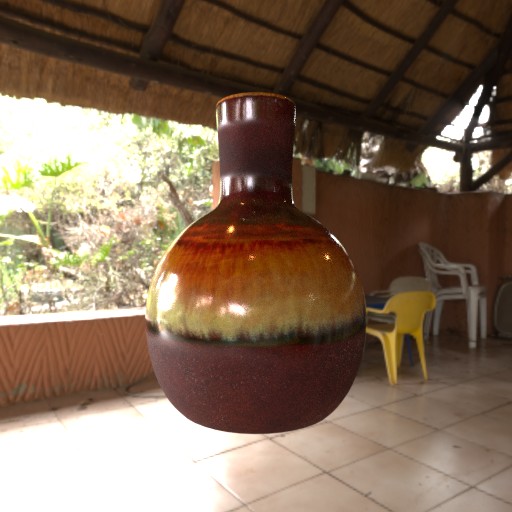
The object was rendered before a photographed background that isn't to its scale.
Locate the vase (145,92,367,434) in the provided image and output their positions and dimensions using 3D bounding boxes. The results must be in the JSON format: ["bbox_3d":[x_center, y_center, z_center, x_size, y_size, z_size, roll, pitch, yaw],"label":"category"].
[{"bbox_3d":[0.000,0.000,0.228,0.111,0.154,0.111,0,0,0],"label":"vase"}]
